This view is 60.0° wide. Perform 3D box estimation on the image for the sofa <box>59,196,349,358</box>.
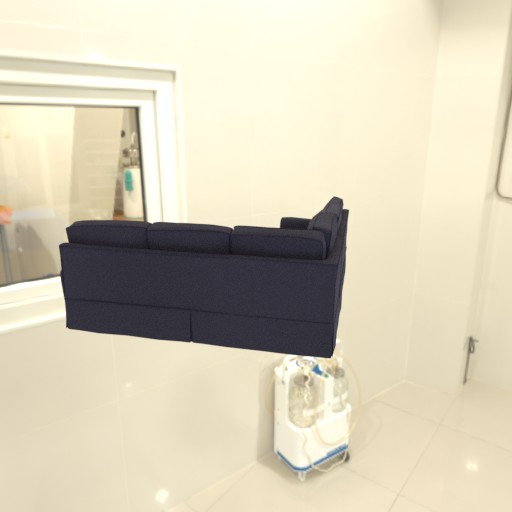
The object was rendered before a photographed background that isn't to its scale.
[{"bbox_3d":[0.000,0.000,5.088,2.874,1.169,3.773,15,22,42],"label":"sofa"}]
